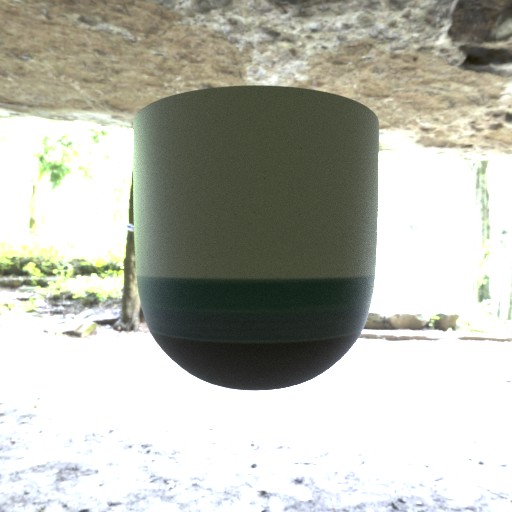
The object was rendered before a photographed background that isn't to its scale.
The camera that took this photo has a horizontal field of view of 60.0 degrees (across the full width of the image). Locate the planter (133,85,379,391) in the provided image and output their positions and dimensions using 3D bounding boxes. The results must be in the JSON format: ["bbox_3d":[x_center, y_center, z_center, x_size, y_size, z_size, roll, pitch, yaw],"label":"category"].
[{"bbox_3d":[0.000,0.000,0.380,0.204,0.214,0.204,0,0,0],"label":"planter"}]
